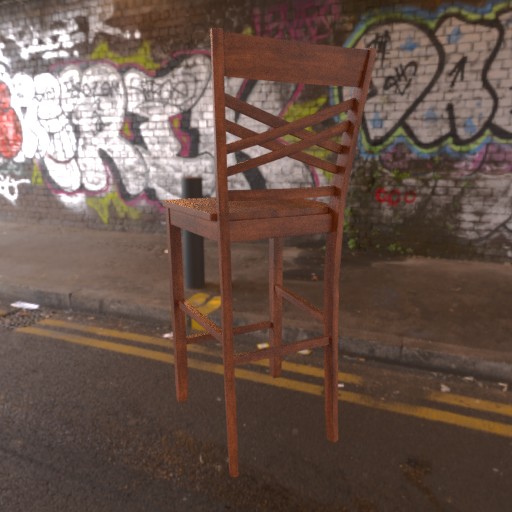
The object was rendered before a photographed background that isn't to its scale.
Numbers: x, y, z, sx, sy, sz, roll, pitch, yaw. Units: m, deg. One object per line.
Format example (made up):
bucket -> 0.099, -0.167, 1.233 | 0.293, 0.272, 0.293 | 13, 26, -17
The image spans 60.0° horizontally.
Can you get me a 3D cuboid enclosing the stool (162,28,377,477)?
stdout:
stool -> 0.000, 0.000, 1.321 | 0.433, 1.105, 0.487 | -7, 15, -26
